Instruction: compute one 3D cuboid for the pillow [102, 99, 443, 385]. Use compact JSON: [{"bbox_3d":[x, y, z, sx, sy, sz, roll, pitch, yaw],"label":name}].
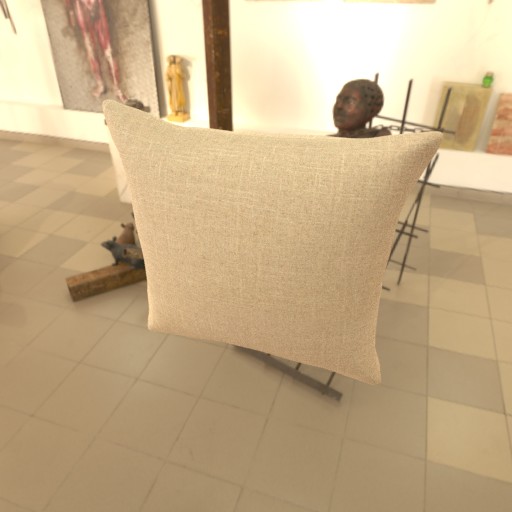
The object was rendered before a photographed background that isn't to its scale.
[{"bbox_3d":[0.000,0.000,0.627,0.414,0.399,0.173,10,35,15],"label":"pillow"}]
